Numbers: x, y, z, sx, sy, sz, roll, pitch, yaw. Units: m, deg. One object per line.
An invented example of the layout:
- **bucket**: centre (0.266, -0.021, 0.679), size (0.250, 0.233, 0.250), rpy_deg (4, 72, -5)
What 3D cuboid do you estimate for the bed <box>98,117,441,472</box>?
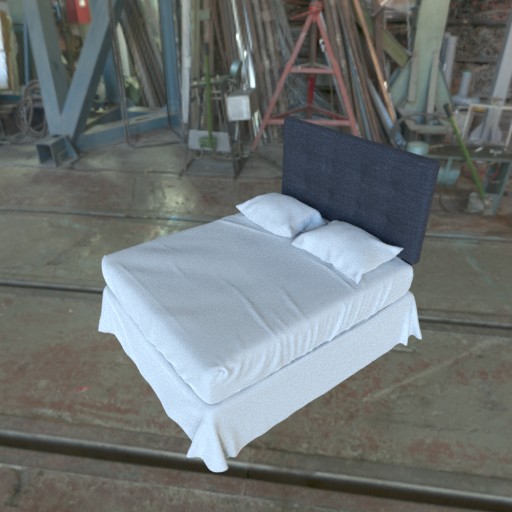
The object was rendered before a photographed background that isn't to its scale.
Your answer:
- **bed**: centre (0.000, 0.000, 3.524), size (2.222, 1.577, 1.936), rpy_deg (-21, 37, -31)
